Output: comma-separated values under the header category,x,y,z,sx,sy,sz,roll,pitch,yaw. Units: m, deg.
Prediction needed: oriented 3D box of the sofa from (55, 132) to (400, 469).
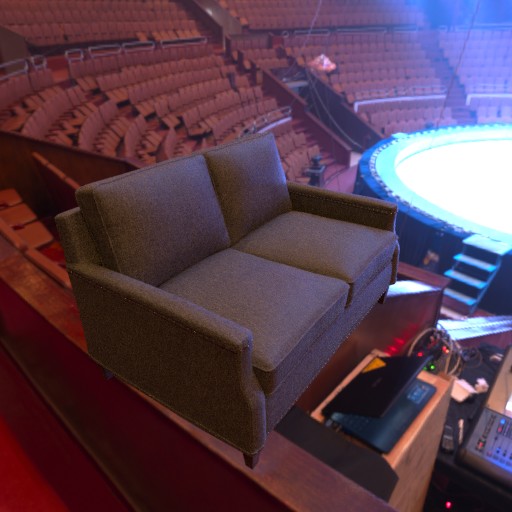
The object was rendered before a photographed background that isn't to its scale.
category,x,y,z,sx,sy,sz,roll,pitch,yaw
sofa,0.000,0.000,2.322,1.084,1.003,1.597,18,32,30
